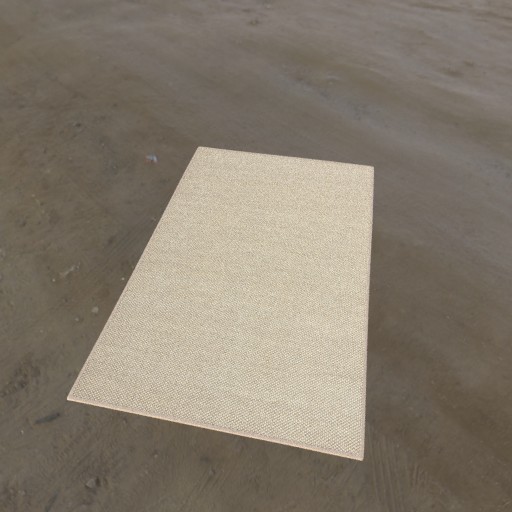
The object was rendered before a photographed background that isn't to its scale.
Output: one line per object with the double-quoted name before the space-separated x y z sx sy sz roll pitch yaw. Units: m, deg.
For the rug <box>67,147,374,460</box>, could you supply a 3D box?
"rug" 0.000 0.000 2.096 1.067 0.013 1.676 8 47 8
